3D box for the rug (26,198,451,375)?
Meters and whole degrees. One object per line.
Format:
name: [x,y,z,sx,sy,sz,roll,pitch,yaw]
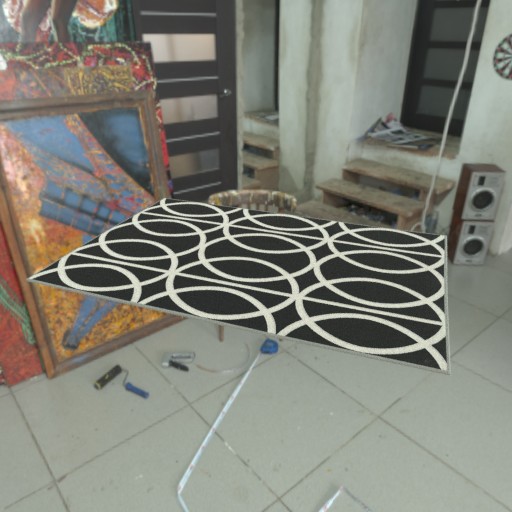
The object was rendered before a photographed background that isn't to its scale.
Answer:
rug: [0.000,0.000,2.829,2.290,0.014,1.526,9,28,18]
